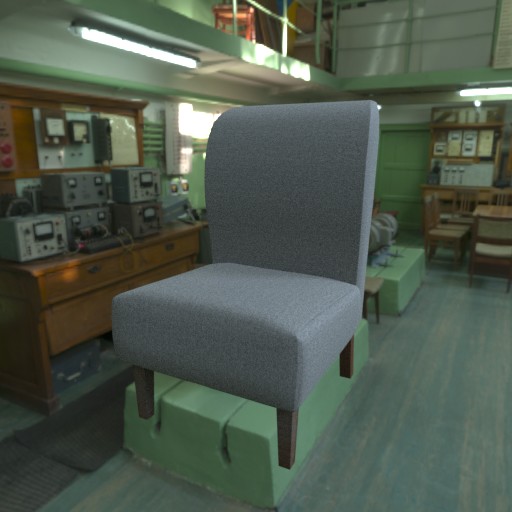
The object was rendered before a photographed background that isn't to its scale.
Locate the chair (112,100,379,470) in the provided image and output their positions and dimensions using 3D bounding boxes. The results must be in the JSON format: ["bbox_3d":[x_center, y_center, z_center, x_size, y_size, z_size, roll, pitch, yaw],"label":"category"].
[{"bbox_3d":[0.000,0.000,1.165,0.513,0.804,0.592,7,15,26],"label":"chair"}]
